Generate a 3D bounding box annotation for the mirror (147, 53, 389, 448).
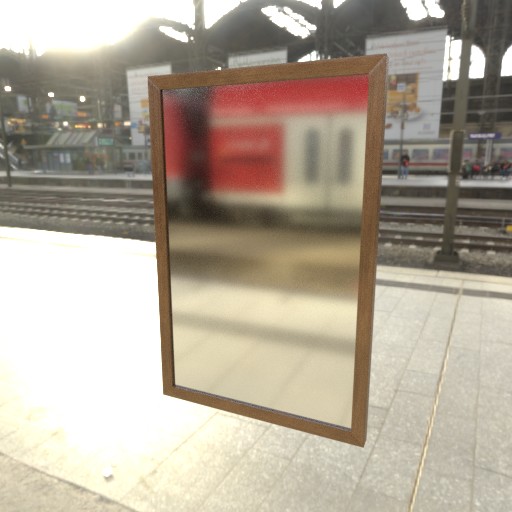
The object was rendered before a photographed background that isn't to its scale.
[{"bbox_3d":[0.000,0.000,1.149,0.609,0.915,0.040,6,13,24],"label":"mirror"}]
